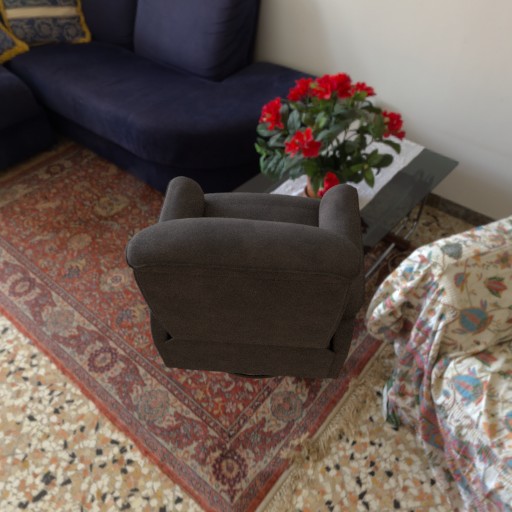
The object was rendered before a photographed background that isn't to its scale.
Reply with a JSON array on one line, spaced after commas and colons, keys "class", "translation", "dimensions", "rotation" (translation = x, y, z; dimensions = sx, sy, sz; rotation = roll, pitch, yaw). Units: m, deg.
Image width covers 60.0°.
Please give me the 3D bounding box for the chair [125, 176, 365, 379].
[{"class": "chair", "translation": [0.000, 0.000, 1.728], "dimensions": [0.830, 1.035, 1.009], "rotation": [3, 46, 3]}]
